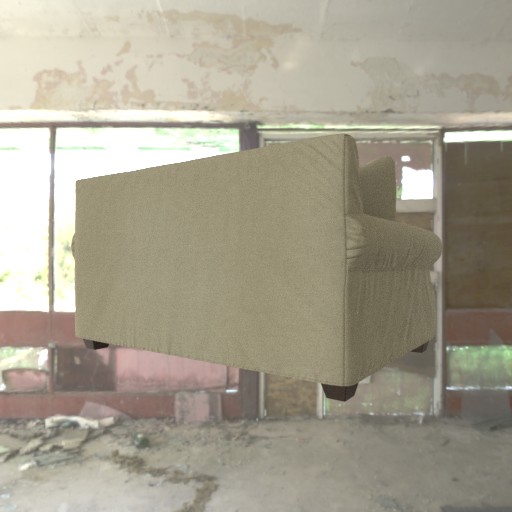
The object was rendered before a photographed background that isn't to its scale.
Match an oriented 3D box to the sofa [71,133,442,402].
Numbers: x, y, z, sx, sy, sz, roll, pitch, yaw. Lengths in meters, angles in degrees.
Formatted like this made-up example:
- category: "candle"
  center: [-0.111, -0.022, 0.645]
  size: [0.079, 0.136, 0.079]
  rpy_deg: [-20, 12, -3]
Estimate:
- category: "sofa"
  center: [0.000, 0.000, 2.154]
  size: [1.550, 0.905, 1.070]
  rpy_deg: [0, 0, 36]
